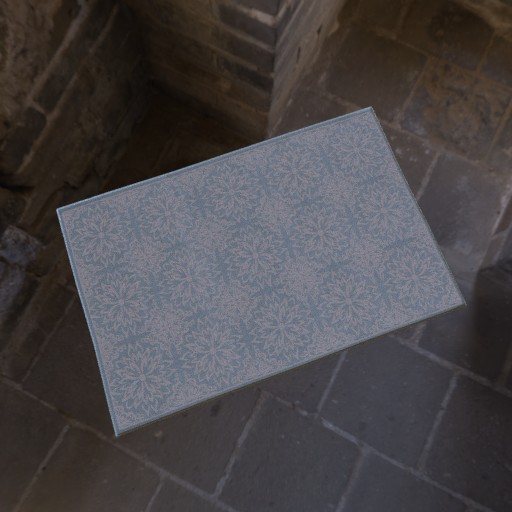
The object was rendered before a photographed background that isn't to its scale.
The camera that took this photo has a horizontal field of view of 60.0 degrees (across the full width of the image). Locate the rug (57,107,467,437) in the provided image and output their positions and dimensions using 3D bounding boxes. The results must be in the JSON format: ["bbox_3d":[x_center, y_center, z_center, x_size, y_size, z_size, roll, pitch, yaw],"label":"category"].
[{"bbox_3d":[0.000,0.000,3.454,2.746,0.018,1.819,-19,76,-5],"label":"rug"}]
